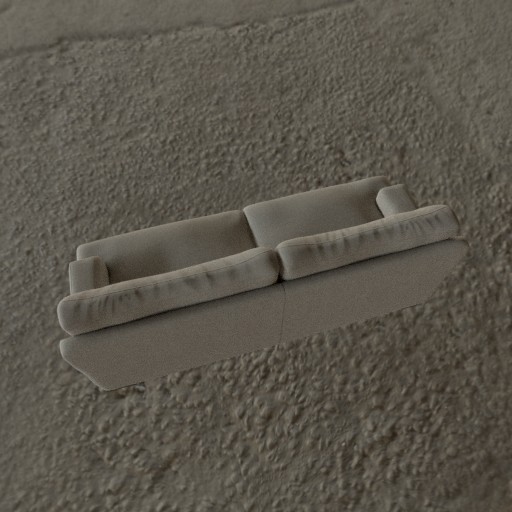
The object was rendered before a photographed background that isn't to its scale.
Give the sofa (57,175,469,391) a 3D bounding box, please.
[{"bbox_3d":[0.000,0.000,2.903,2.354,0.980,0.962,-14,60,-8],"label":"sofa"}]
